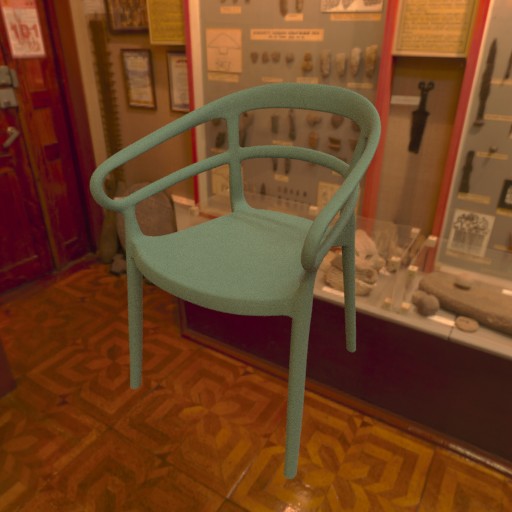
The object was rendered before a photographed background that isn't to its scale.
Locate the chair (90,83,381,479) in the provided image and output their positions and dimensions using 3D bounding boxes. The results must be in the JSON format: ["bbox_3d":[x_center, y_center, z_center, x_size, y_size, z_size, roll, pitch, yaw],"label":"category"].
[{"bbox_3d":[0.000,0.000,1.112,0.559,0.761,0.527,17,32,29],"label":"chair"}]
